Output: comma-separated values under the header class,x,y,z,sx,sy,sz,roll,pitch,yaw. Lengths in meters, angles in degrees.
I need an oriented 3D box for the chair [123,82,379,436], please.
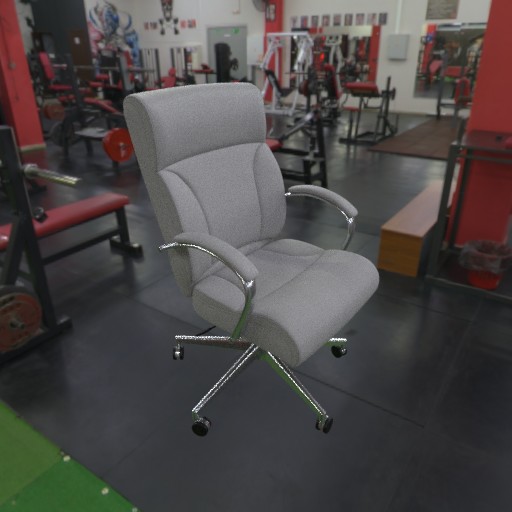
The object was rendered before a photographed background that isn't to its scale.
class,x,y,z,sx,sy,sz,roll,pitch,yaw
chair,0.000,0.000,1.562,0.745,1.099,0.727,18,31,33
